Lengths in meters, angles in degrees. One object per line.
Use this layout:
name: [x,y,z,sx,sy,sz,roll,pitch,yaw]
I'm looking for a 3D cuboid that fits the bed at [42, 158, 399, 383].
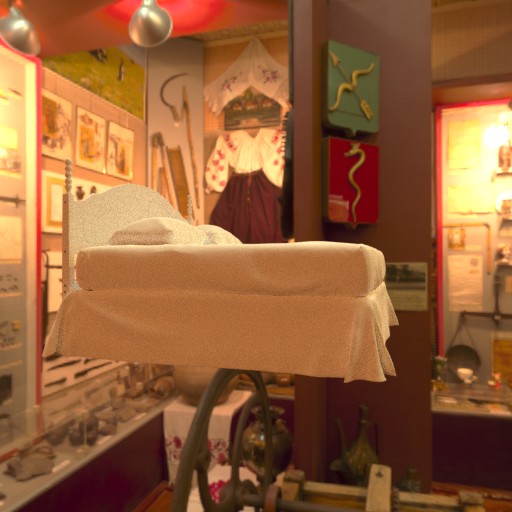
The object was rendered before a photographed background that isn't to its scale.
bed: [0.000,0.000,3.639,2.219,1.355,2.322,0,0,18]
